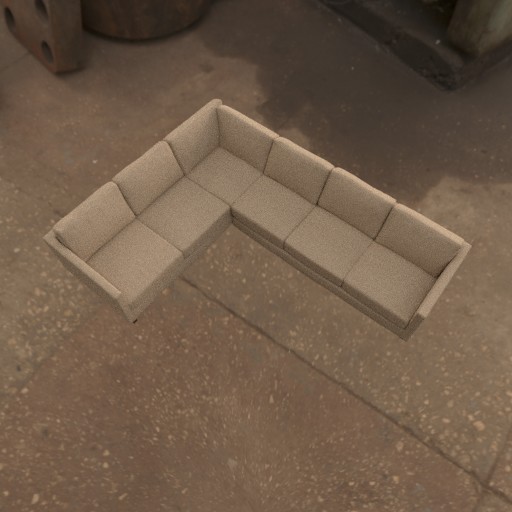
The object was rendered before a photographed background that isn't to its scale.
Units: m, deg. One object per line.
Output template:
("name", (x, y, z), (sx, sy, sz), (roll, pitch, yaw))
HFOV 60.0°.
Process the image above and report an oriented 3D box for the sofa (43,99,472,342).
("sofa", (0.000, 0.000, 4.302), (3.182, 0.863, 2.432), (34, 65, 19))
